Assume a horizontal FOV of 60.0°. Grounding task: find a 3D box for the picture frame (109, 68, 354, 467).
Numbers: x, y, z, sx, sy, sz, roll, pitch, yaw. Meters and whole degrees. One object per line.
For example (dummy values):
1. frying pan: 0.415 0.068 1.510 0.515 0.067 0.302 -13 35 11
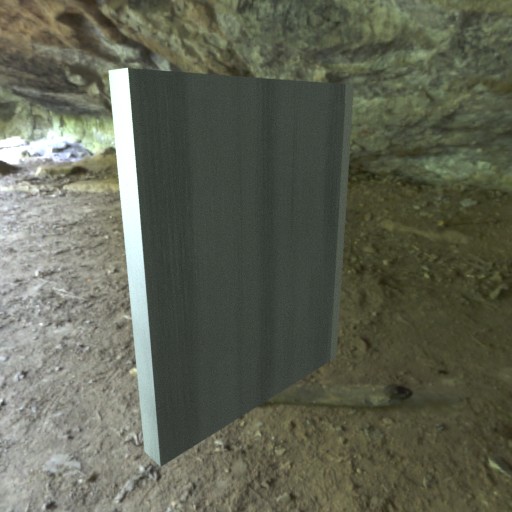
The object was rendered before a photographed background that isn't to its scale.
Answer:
1. picture frame: 0.000 0.000 0.748 0.449 0.555 0.046 -17 24 -42
